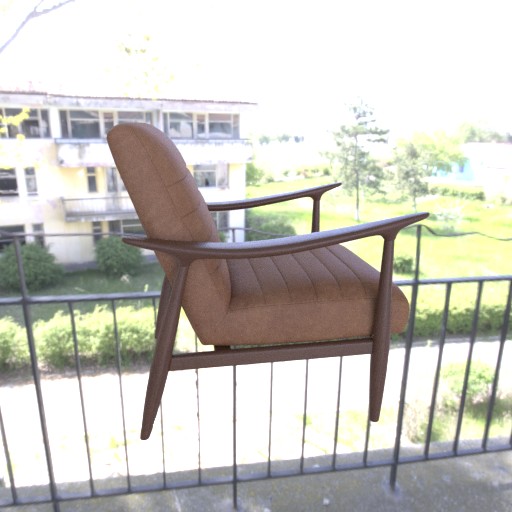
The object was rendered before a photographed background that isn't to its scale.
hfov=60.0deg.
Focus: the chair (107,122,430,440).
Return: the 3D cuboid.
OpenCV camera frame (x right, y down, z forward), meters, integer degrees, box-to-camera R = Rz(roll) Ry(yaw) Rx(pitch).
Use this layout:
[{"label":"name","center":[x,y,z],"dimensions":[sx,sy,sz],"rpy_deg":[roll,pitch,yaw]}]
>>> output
[{"label":"chair","center":[0.000,0.000,1.442],"dimensions":[0.798,0.832,0.741],"rpy_deg":[-3,16,-9]}]
